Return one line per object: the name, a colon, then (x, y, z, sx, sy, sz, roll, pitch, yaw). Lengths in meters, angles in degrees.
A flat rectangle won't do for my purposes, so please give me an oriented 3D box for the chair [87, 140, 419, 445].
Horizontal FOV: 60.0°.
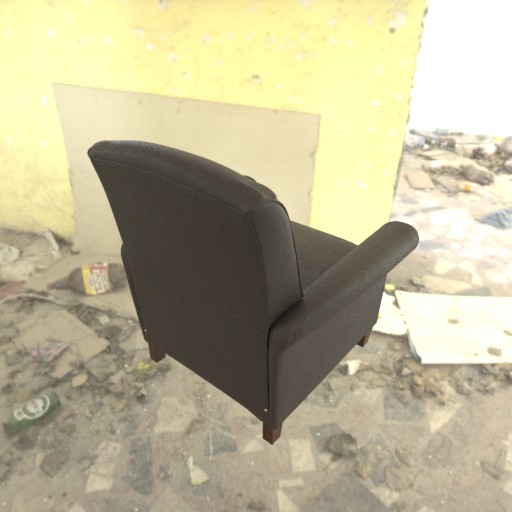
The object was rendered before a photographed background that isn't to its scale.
chair: (0.000, 0.000, 1.789, 0.978, 1.061, 0.902, 23, 37, 34)
